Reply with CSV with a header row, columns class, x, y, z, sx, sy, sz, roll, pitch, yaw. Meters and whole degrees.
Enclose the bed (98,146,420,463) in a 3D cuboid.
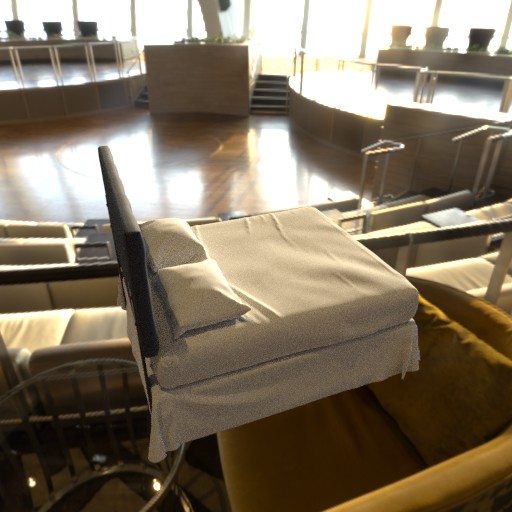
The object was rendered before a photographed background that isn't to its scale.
class,x,y,z,sx,sy,sz,roll,pitch,yaw
bed,0.000,0.000,3.560,2.222,1.577,1.936,-11,32,-19
